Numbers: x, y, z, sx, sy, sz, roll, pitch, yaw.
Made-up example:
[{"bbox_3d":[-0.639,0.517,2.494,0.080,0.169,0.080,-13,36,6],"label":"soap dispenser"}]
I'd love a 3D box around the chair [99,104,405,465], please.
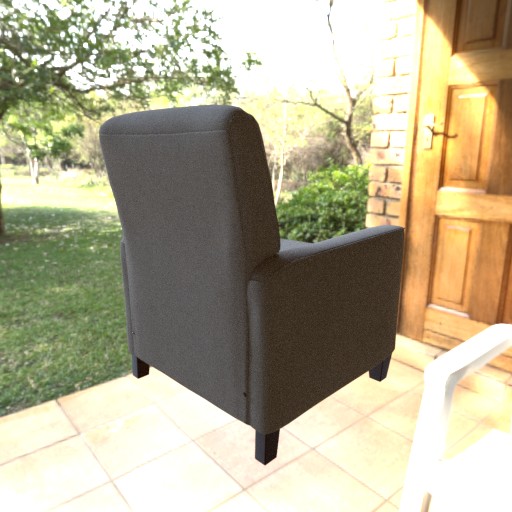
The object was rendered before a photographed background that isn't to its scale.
[{"bbox_3d":[0.000,0.000,1.671,0.845,1.023,0.859,13,19,43],"label":"chair"}]
